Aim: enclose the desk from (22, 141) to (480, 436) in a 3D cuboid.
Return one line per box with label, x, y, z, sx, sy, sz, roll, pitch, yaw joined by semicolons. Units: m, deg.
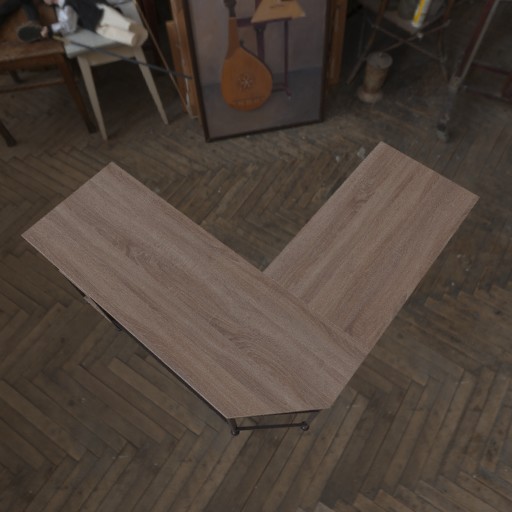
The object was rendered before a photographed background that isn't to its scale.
desk;0.000;0.000;2.204;1.379;0.739;1.379;36;68;17
